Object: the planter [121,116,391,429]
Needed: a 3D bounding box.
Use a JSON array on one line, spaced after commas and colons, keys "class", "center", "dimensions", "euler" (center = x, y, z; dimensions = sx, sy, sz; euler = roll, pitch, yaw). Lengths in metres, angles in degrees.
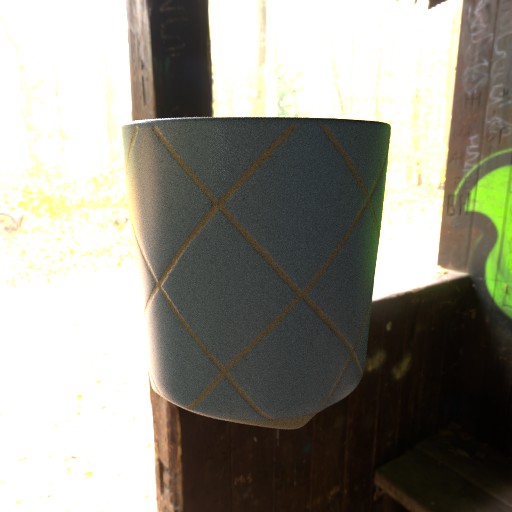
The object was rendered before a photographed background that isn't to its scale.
[{"class": "planter", "center": [0.000, 0.000, 0.415], "dimensions": [0.227, 0.235, 0.227], "euler": [0, 14, 0]}]
